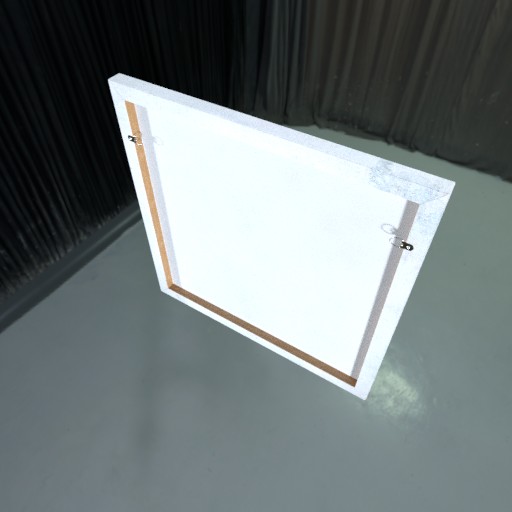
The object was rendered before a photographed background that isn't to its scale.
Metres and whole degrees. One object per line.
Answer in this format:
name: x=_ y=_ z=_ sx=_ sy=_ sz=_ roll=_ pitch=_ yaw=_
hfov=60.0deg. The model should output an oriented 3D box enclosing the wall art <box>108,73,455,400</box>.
wall art: x=0.000 y=0.000 z=1.145 sx=0.762 sy=0.762 sz=0.041 roll=25 pitch=52 yaw=21
